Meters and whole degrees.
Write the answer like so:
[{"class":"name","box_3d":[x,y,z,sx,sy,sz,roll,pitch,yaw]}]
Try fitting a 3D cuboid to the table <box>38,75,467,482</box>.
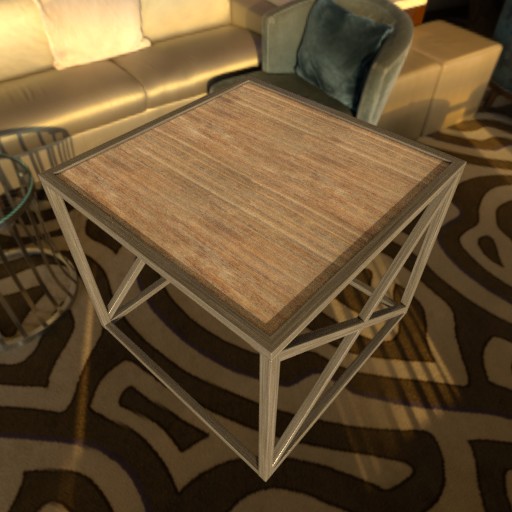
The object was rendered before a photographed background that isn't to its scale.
[{"class":"table","box_3d":[0.000,0.000,1.070,0.609,0.507,0.611,33,54,28]}]
